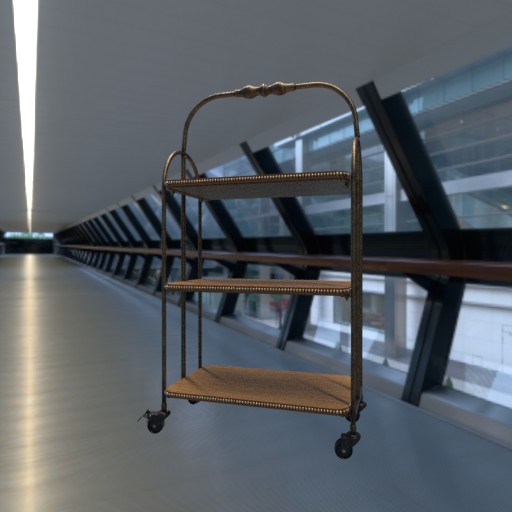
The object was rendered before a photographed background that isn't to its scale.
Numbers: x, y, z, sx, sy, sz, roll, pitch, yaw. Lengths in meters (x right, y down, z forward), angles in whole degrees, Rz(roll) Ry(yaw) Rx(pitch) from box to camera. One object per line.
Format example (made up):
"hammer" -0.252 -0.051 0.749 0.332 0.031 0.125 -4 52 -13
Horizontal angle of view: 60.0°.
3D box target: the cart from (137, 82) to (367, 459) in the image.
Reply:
"cart" 0.000 0.000 1.367 0.650 1.052 0.330 0 0 17
